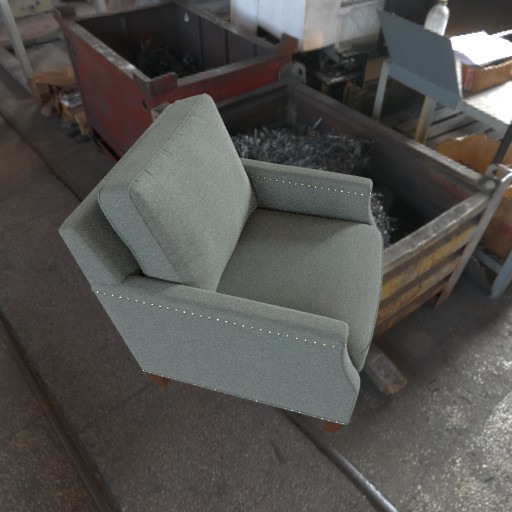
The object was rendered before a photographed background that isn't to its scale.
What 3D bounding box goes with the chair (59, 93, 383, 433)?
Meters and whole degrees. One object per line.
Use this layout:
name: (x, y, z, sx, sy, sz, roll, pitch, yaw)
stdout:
chair: (0.000, 0.000, 1.823, 1.031, 1.031, 0.885, 11, 46, 11)
